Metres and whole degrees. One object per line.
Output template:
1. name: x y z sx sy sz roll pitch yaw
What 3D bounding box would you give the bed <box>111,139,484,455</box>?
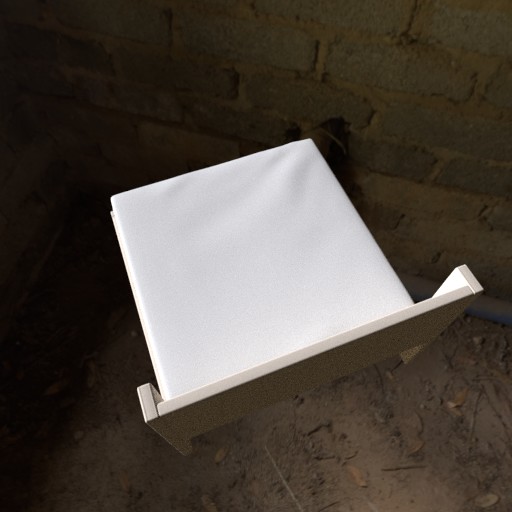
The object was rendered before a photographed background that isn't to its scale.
1. bed: 0.000 0.000 3.692 2.145 1.471 2.293 -19 61 -11
